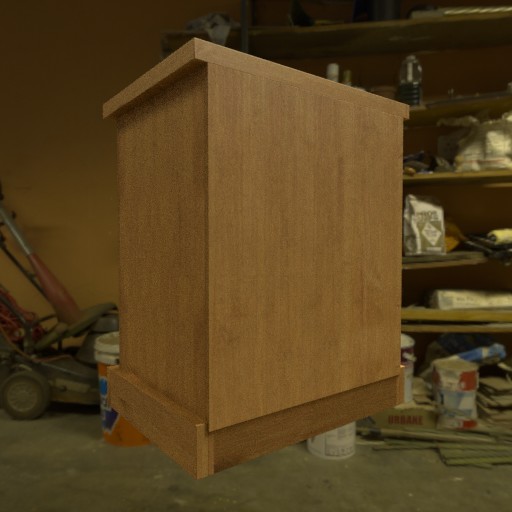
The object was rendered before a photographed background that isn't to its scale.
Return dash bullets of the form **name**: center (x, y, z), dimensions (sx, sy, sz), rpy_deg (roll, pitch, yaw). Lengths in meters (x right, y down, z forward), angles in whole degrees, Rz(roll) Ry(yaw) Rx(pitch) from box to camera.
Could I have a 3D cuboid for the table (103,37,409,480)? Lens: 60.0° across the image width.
- **table**: center (0.000, 0.000, 1.208), dimensions (0.660, 0.813, 0.500), rpy_deg (-1, 2, -37)
